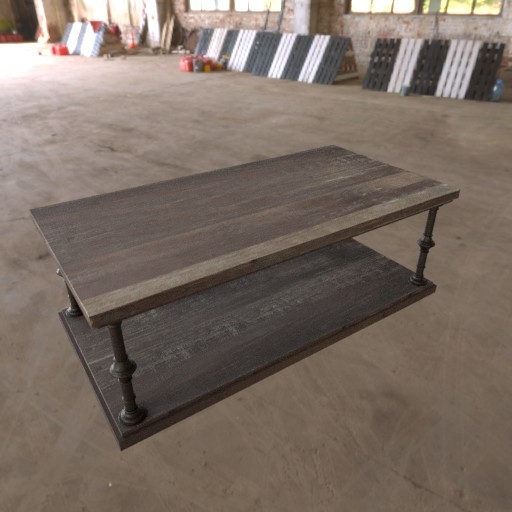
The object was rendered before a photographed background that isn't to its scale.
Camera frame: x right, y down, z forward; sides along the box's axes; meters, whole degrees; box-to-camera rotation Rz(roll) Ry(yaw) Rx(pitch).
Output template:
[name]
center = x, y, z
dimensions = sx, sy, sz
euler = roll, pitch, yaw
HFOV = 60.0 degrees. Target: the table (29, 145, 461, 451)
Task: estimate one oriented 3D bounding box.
[table]
center = 0.000, 0.000, 1.341
dimensions = 1.088, 0.373, 0.554
euler = -19, 35, -29
